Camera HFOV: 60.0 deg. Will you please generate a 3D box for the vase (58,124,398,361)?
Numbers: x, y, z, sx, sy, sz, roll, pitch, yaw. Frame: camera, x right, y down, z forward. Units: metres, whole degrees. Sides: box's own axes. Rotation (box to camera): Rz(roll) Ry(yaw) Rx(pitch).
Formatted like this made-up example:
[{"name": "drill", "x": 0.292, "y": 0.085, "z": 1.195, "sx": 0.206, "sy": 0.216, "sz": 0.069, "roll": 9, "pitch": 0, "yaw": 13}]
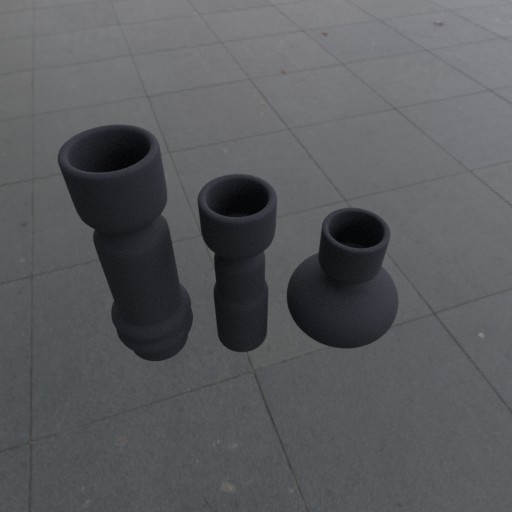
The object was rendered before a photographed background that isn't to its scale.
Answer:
[{"name": "vase", "x": 0.000, "y": 0.000, "z": 0.429, "sx": 0.307, "sy": 0.249, "sz": 0.120, "roll": -3, "pitch": 45, "yaw": -3}]
